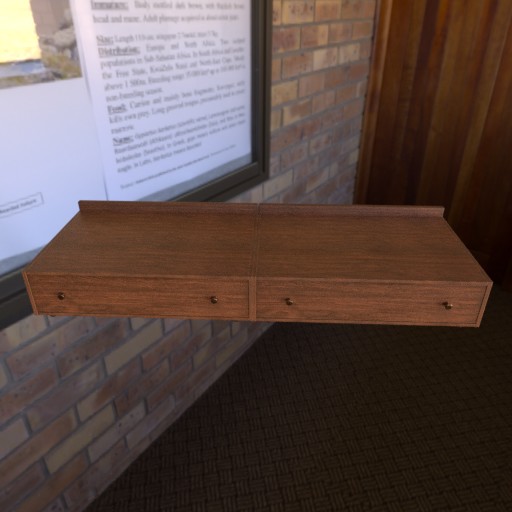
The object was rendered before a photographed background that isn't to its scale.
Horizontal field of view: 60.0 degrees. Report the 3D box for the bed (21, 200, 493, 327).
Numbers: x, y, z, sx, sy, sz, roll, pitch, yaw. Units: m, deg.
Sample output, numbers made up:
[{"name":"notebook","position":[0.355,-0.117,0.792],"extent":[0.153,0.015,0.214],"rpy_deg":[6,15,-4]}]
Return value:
[{"name":"bed","position":[0.000,0.000,2.306],"extent":[2.057,0.326,0.787],"rpy_deg":[1,30,2]}]
